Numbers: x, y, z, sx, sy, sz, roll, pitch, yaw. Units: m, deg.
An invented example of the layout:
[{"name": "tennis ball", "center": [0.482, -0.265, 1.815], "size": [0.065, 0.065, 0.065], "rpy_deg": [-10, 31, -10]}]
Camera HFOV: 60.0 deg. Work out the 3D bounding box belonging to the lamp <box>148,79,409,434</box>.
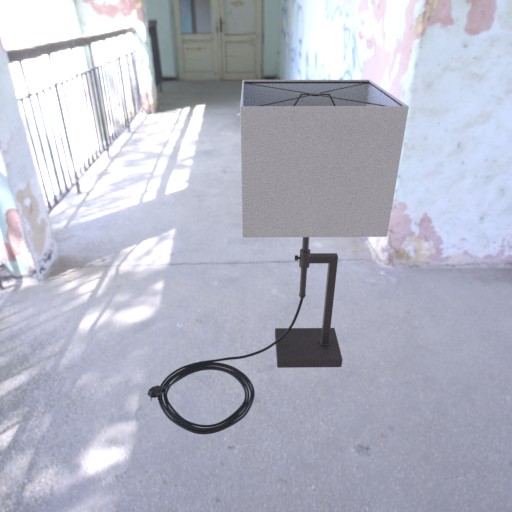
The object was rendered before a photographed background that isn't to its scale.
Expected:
[{"name": "lamp", "center": [0.000, 0.000, 0.963], "size": [0.504, 0.660, 0.399], "rpy_deg": [0, 30, -1]}]
